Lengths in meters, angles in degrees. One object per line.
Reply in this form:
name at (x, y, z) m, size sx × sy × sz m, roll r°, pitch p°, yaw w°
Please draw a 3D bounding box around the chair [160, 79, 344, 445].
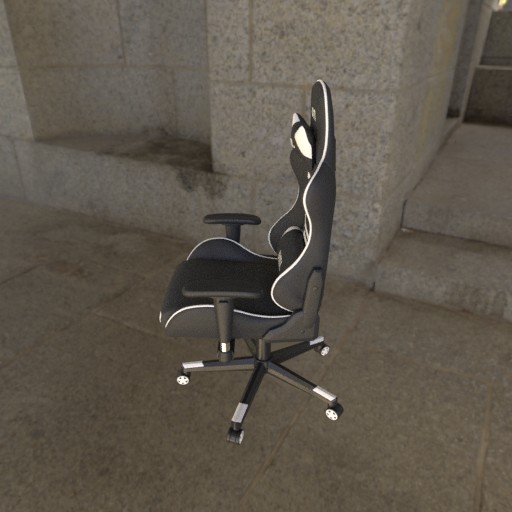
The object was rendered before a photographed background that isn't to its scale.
chair at (0.000, 0.000, 1.673) m, size 0.700 × 1.240 × 0.700 m, roll 0°, pitch 27°, yaw 0°
